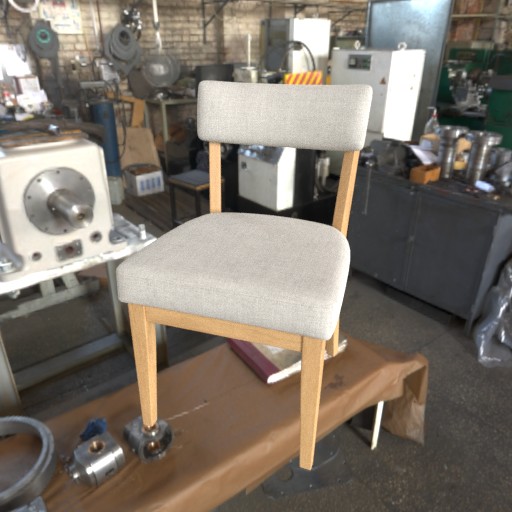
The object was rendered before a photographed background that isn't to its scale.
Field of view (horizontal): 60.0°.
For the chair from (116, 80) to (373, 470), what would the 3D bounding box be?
[{"bbox_3d":[0.000,0.000,1.182,0.508,0.832,0.572,8,27,16],"label":"chair"}]
